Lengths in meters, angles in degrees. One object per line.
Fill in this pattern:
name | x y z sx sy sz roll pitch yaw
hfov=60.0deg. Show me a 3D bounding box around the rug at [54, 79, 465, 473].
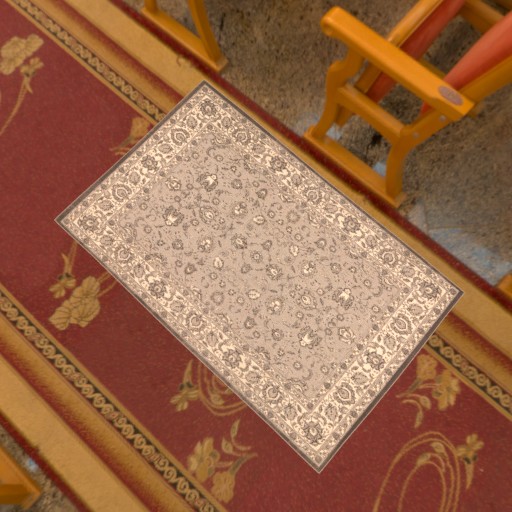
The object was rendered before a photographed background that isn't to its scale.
rug | 0.000 0.000 3.039 2.438 0.011 1.524 41 80 9
